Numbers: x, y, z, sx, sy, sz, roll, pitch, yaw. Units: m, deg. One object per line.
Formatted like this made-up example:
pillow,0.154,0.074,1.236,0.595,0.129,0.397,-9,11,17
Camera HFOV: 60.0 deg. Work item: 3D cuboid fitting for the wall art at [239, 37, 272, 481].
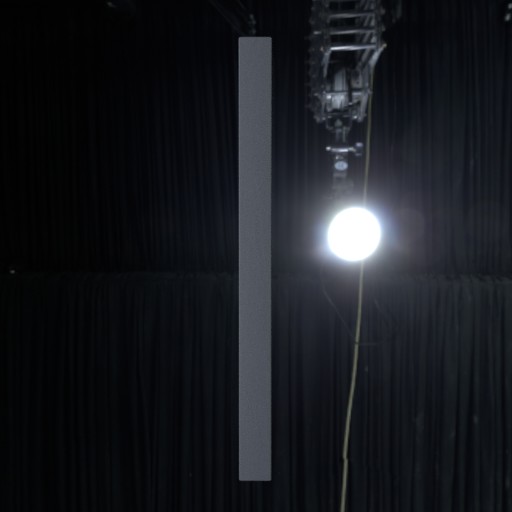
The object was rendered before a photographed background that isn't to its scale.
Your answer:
wall art,0.000,0.000,0.759,0.037,0.508,0.508,0,1,0
